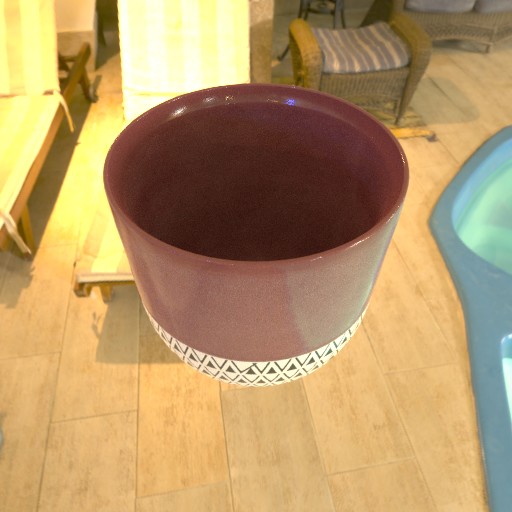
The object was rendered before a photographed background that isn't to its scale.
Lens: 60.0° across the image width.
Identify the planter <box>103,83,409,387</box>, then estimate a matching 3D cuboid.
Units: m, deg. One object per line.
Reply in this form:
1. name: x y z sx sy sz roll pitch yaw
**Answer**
1. planter: 0.000 0.000 0.492 0.266 0.270 0.266 0 47 0
